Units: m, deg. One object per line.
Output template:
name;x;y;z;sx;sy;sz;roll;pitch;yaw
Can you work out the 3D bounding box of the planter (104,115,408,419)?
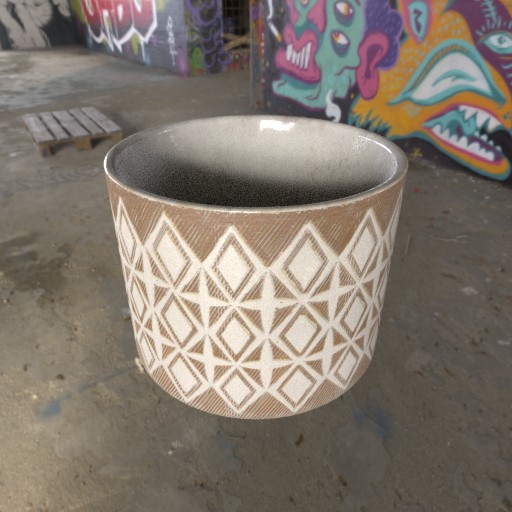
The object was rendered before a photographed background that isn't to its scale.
planter;0.000;0.000;0.334;0.193;0.165;0.193;0;31;0
